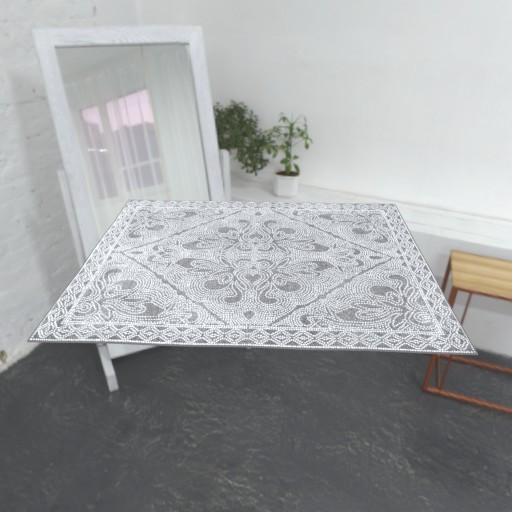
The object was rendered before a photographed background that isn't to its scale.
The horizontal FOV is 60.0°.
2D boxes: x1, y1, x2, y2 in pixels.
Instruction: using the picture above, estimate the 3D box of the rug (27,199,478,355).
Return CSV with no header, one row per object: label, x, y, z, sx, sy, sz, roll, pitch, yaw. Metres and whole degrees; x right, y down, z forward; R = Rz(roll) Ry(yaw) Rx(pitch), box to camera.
rug,0.000,0.000,4.003,3.048,0.012,2.438,1,31,2
